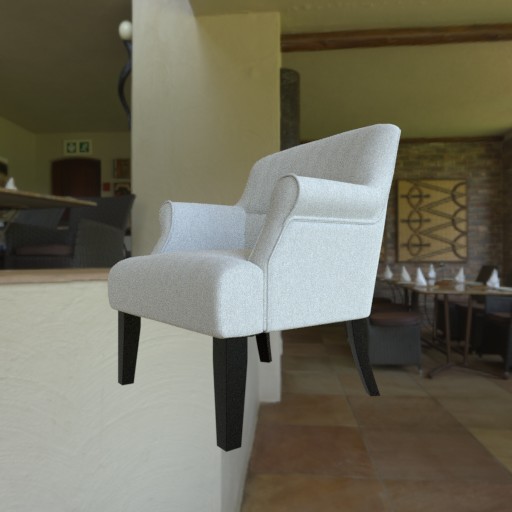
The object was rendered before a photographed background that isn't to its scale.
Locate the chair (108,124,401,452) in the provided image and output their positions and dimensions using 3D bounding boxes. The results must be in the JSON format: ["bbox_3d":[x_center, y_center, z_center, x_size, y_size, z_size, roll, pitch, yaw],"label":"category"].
[{"bbox_3d":[0.000,0.000,1.464,0.750,0.875,0.781,0,0,-37],"label":"chair"}]
